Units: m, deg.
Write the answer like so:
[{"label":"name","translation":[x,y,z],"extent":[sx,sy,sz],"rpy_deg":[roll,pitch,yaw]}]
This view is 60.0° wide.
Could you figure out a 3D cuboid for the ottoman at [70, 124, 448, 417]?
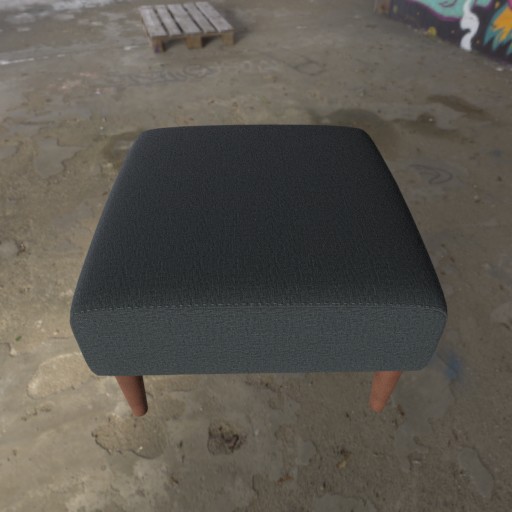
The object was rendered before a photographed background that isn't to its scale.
[{"label":"ottoman","translation":[0.000,0.000,1.046],"extent":[0.649,0.398,0.650],"rpy_deg":[-1,41,-1]}]
